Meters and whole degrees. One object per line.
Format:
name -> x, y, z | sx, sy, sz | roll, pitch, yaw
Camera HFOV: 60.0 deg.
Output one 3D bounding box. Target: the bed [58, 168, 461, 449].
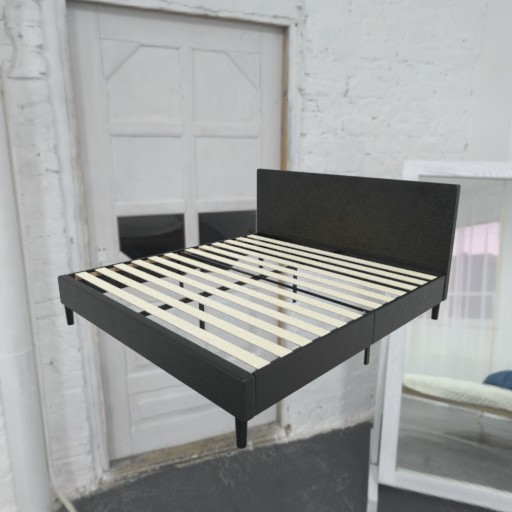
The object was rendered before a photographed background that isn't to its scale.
bed -> 0.000, 0.000, 3.281 | 2.152, 1.046, 2.018 | -15, 22, -43
